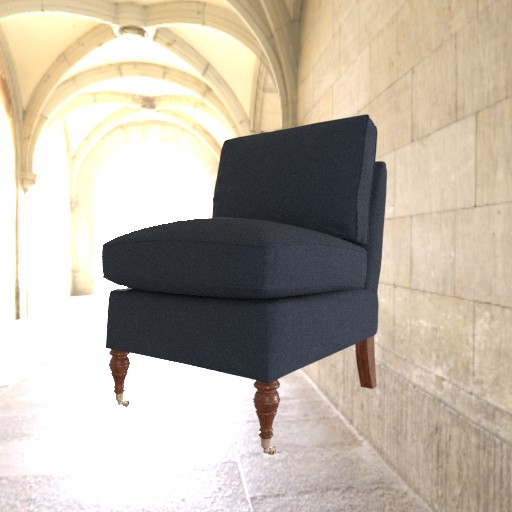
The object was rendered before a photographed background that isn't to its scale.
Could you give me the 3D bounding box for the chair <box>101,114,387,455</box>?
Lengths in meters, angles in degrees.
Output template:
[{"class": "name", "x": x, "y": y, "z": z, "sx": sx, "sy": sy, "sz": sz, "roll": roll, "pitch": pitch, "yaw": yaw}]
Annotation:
[{"class": "chair", "x": 0.000, "y": 0.000, "z": 1.656, "sx": 0.724, "sy": 1.052, "sz": 0.912, "roll": 1, "pitch": 2, "yaw": 35}]
